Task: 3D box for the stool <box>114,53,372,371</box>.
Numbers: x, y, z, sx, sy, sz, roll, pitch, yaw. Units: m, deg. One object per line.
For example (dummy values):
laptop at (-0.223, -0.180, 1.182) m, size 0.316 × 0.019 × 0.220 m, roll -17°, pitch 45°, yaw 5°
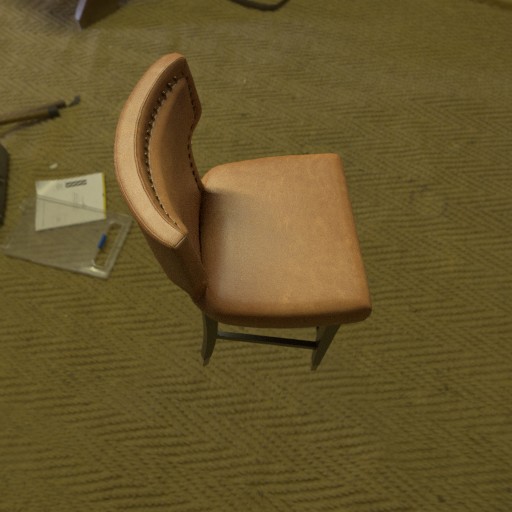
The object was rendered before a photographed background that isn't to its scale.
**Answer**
stool at (0.000, 0.000, 1.355) m, size 0.563 × 1.092 × 0.526 m, roll -4°, pitch 63°, yaw -2°
